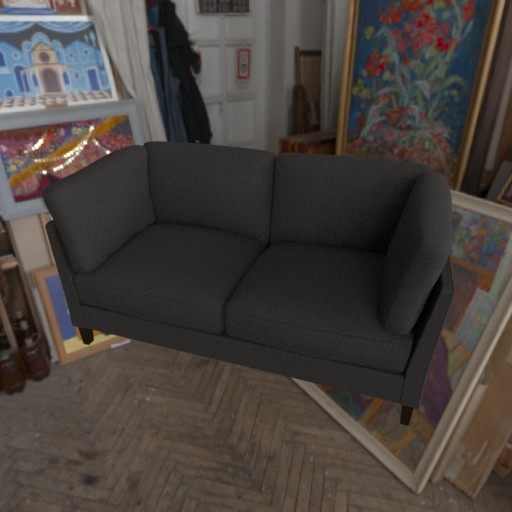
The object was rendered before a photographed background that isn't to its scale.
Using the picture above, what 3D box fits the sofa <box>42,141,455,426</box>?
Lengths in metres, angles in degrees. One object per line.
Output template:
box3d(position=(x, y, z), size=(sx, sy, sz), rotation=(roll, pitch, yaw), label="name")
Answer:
box3d(position=(0.000, 0.000, 2.241), size=(1.751, 0.920, 0.969), rotation=(9, 29, 17), label="sofa")
